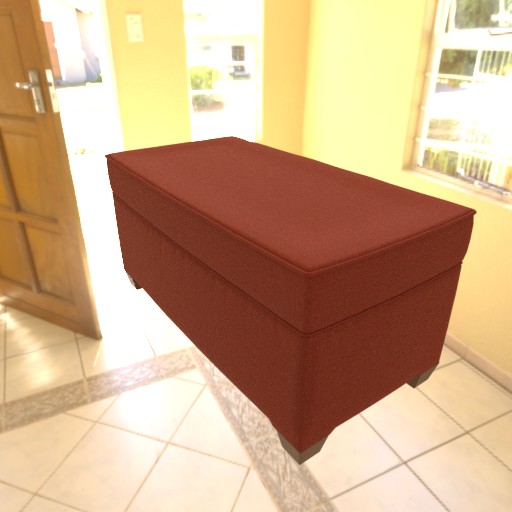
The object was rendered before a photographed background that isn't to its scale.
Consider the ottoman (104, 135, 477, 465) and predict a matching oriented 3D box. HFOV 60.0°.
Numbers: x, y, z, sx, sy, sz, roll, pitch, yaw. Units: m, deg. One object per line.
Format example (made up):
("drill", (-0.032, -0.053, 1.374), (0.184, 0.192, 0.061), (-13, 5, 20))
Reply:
("ottoman", (0.000, 0.000, 1.220), (0.497, 0.454, 0.948), (-18, 32, -32))
